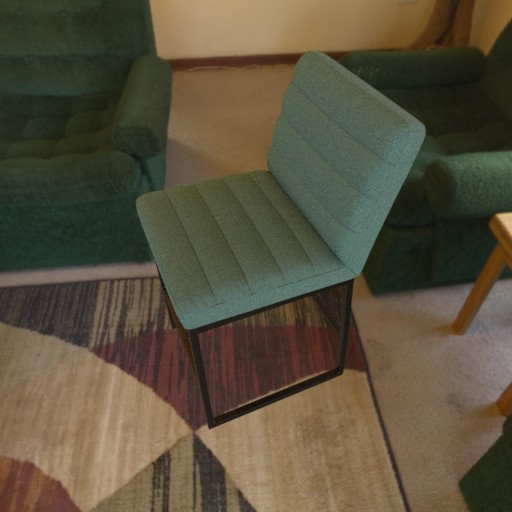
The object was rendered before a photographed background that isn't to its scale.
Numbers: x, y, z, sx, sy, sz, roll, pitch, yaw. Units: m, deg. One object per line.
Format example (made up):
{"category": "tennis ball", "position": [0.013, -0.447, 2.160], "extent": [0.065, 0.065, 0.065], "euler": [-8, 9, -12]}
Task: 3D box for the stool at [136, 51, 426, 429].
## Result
{"category": "stool", "position": [0.000, 0.000, 1.272], "extent": [0.560, 0.940, 0.460], "euler": [-17, 47, -16]}
